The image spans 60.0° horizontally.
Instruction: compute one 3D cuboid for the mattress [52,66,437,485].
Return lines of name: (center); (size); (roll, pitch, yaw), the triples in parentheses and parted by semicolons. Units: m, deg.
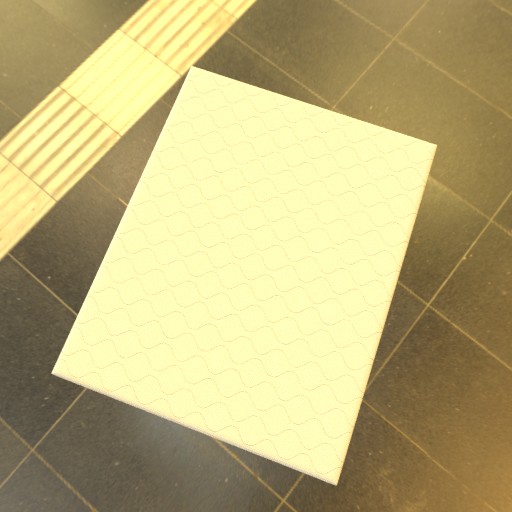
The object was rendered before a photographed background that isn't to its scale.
mattress: (0.000, 0.000, 2.589); (1.600, 0.200, 2.000); (20, 77, 5)
